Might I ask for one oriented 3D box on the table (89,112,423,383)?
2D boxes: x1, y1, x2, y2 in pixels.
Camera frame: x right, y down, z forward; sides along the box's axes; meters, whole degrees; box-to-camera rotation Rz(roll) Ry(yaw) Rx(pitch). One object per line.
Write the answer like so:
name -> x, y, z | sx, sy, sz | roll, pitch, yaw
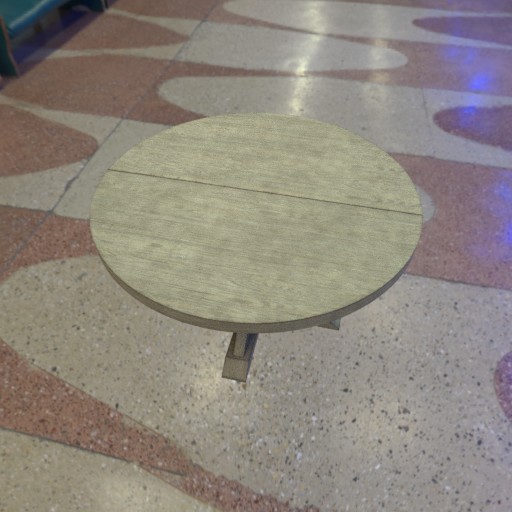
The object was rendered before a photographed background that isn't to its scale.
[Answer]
table -> 0.000, 0.000, 2.147 | 1.363, 0.781, 1.363 | 0, 45, 0
